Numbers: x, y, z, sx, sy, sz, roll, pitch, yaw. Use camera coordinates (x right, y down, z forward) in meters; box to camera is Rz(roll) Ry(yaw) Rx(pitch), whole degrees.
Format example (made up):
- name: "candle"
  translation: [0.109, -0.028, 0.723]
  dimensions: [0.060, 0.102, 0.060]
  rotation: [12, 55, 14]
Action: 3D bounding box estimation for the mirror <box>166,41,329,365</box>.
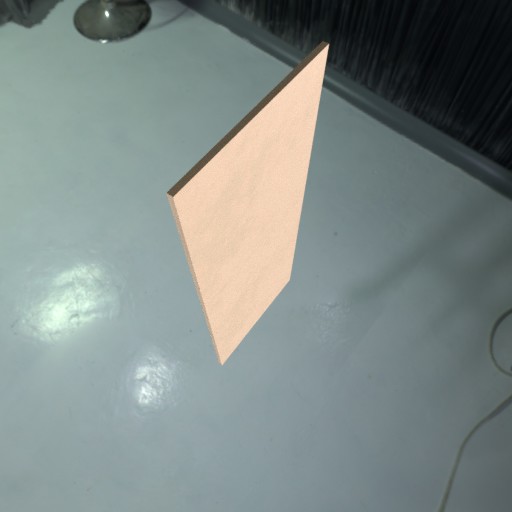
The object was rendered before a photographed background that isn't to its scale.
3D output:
- name: "mirror"
  translation: [0.000, 0.000, 2.313]
  dimensions: [0.026, 2.031, 0.812]
  rotation: [34, 68, 16]
